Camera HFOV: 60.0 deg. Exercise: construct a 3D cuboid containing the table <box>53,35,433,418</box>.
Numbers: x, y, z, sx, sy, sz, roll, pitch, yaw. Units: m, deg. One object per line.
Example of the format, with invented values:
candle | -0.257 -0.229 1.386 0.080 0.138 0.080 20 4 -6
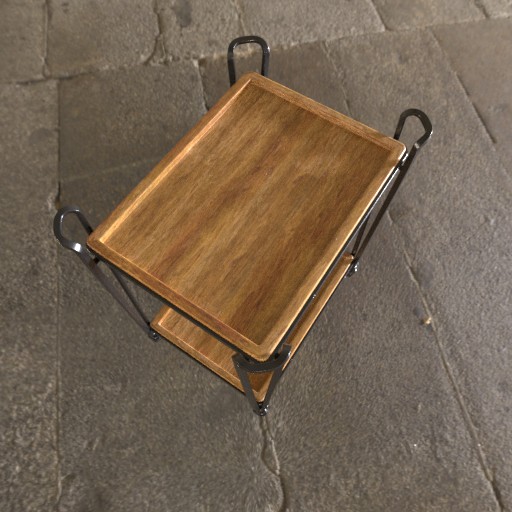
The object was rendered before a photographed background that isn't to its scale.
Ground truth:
table | 0.000 0.000 1.223 0.505 0.785 0.672 31 68 14
